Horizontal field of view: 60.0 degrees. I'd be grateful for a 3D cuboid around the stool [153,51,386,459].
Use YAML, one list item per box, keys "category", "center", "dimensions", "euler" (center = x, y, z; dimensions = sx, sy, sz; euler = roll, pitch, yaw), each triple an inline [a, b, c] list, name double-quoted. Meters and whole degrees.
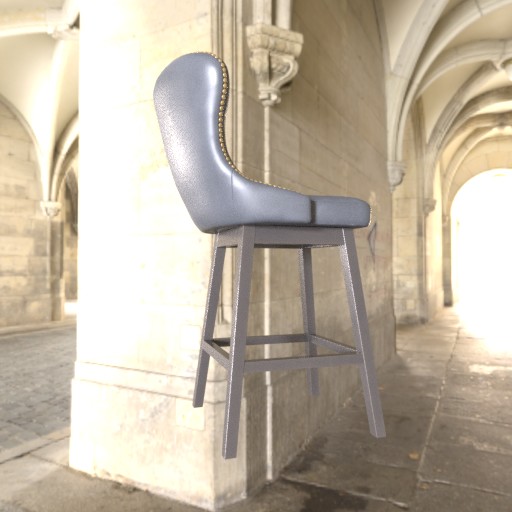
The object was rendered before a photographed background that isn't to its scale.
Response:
- category: "stool"
  center: [0.000, 0.000, 1.304]
  dimensions: [0.593, 0.971, 0.528]
  euler: [0, -1, -18]
